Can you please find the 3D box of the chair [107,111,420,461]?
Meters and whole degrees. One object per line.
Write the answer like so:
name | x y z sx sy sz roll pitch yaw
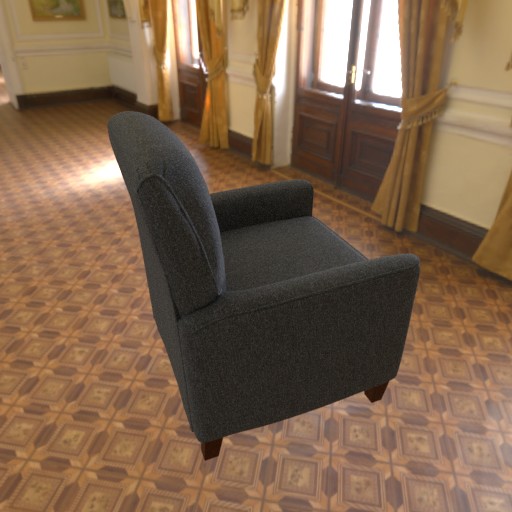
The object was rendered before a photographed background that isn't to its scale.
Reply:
chair | 0.000 0.000 1.608 0.850 1.016 0.839 -11 32 -19
